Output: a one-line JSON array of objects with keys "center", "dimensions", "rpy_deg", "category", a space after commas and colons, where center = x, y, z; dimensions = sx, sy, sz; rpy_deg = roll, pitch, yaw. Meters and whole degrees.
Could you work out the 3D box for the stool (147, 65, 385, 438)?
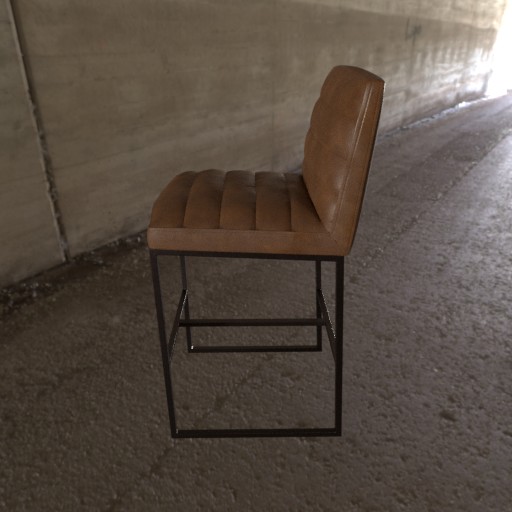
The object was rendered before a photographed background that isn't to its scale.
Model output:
[{"center": [0.000, 0.000, 1.357], "dimensions": [0.562, 1.065, 0.463], "rpy_deg": [0, 27, -1], "category": "stool"}]
